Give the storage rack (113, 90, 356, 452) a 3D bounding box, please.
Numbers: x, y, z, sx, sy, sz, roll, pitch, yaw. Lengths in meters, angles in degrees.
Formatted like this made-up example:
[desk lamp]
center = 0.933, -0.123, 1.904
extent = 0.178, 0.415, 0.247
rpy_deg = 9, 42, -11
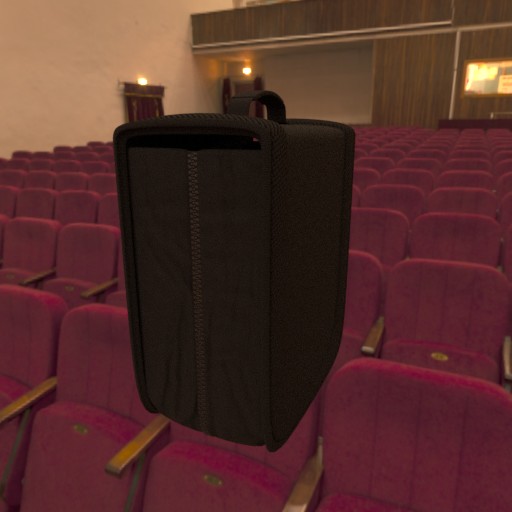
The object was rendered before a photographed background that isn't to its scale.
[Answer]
[storage rack]
center = 0.000, 0.000, 0.554
extent = 0.168, 0.387, 0.297
rpy_deg = 7, 18, 24
